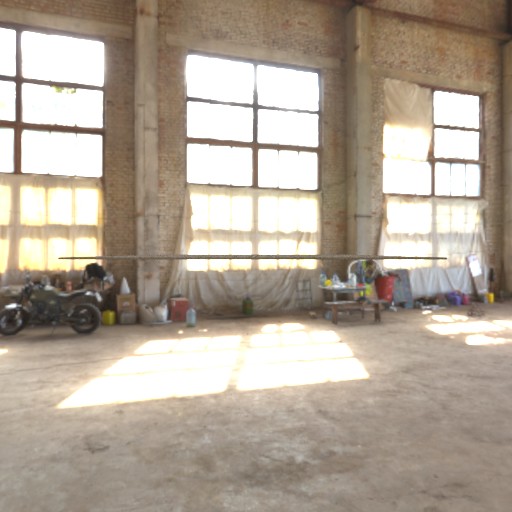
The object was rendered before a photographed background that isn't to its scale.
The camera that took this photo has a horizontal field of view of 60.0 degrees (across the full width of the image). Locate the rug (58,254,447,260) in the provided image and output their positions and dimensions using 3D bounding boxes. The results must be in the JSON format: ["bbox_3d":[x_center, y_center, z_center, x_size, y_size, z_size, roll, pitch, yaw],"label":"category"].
[{"bbox_3d":[0.000,0.000,2.298,1.220,0.007,1.828,0,0,1],"label":"rug"}]
